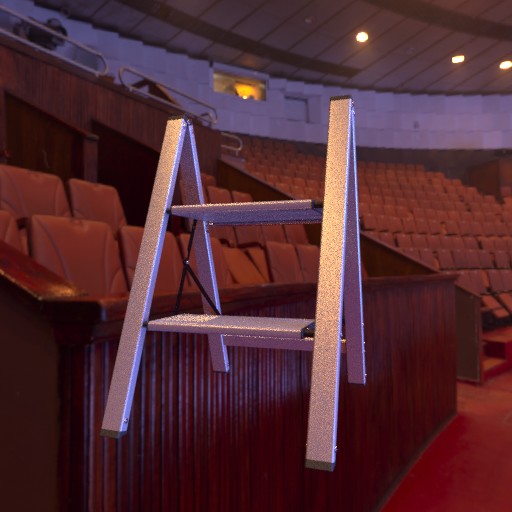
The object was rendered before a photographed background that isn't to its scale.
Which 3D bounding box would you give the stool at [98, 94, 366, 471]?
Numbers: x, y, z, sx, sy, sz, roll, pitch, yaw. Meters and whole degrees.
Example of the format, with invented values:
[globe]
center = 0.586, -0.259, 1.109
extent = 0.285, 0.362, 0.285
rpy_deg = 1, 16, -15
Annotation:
[stool]
center = 0.000, 0.000, 1.005
extent = 0.440, 0.670, 0.535
rpy_deg = 0, -1, 19
